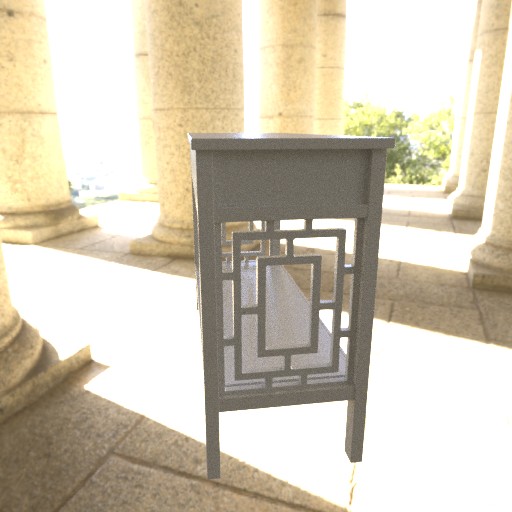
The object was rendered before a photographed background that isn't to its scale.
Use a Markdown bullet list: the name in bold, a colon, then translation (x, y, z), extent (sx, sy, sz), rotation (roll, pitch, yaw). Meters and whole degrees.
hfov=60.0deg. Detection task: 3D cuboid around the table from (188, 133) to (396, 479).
- **table**: translation (0.000, 0.000, 1.425), extent (0.397, 0.753, 1.068), rotation (-2, 16, -8)
